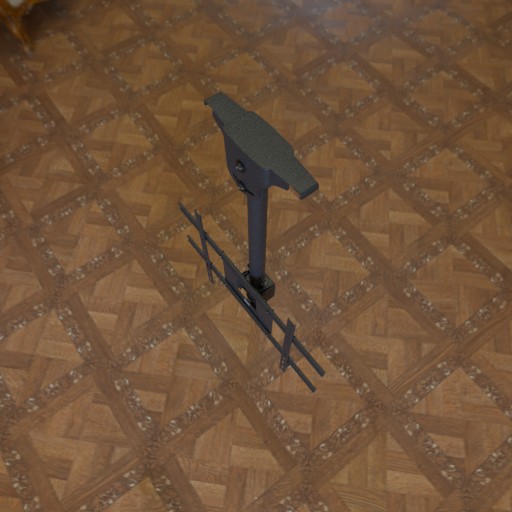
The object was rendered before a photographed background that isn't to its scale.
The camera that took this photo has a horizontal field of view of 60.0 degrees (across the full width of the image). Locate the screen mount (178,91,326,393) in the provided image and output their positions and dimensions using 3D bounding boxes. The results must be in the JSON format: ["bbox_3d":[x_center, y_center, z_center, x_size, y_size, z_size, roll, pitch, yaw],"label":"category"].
[{"bbox_3d":[0.000,0.000,1.049,0.090,0.775,0.595,-34,67,-17],"label":"screen mount"}]
